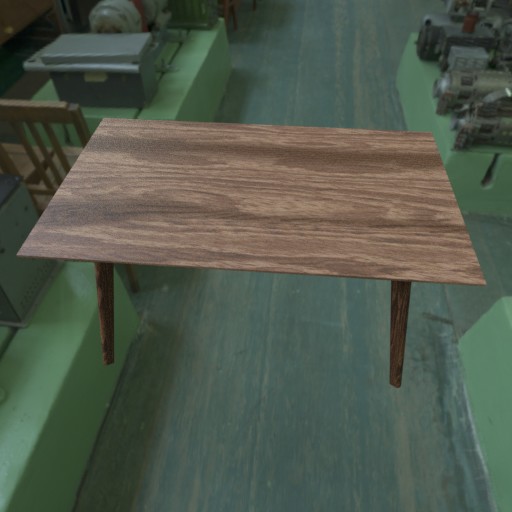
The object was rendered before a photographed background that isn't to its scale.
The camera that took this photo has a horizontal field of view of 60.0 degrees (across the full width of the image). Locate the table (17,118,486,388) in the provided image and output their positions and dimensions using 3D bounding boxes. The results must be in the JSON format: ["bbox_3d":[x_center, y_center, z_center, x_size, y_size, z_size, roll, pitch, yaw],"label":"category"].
[{"bbox_3d":[0.000,0.000,1.803,1.349,0.724,0.801,3,46,3],"label":"table"}]
